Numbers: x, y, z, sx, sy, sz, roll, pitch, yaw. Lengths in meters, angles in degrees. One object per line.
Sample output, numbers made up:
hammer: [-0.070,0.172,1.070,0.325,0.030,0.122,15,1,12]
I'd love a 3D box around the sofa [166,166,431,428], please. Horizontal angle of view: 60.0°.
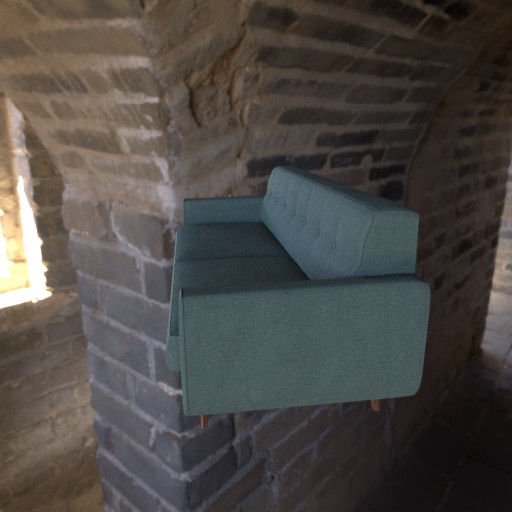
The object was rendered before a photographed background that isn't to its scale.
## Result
sofa: [0.000,0.000,2.431,0.909,0.841,2.029,-2,16,-8]
